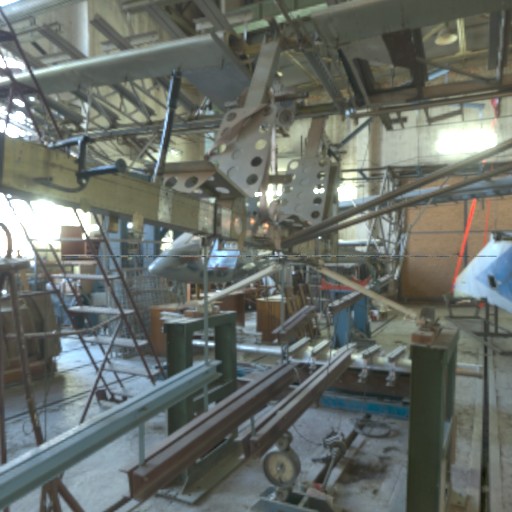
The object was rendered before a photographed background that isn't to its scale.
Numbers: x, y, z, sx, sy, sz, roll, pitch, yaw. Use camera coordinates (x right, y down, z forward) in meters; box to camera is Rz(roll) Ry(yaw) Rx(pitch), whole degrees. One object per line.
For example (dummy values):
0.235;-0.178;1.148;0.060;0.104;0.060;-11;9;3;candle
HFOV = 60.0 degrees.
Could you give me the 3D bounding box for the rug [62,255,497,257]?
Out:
0.000;0.000;4.016;3.007;0.007;2.435;0;0;-18;rug
